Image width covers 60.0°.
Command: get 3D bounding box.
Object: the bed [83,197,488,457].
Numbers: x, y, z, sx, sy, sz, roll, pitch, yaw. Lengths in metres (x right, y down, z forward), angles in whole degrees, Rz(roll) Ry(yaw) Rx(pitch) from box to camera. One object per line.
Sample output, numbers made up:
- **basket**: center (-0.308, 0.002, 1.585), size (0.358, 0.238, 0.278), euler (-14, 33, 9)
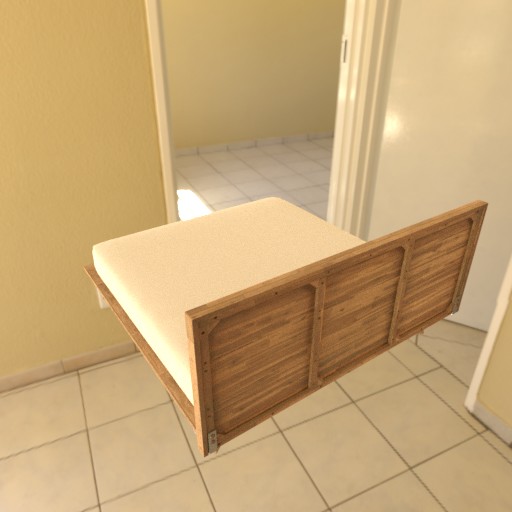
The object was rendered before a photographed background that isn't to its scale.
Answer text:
- **bed**: center (0.000, 0.000, 3.341), size (2.116, 1.100, 2.167), euler (-19, 35, -30)
